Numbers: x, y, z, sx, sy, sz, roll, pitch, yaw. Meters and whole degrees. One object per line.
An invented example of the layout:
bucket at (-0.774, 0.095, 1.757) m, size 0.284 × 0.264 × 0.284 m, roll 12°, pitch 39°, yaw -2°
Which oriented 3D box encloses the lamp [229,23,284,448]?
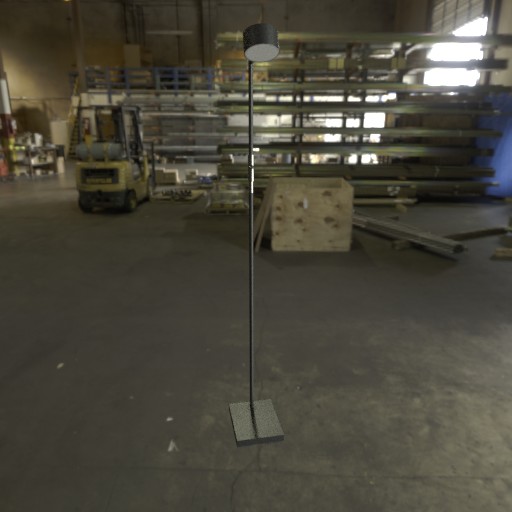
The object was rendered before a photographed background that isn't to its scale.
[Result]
lamp at (0.000, 0.000, 1.742) m, size 0.203 × 1.600 × 0.304 m, roll -3°, pitch 17°, yaw -10°
